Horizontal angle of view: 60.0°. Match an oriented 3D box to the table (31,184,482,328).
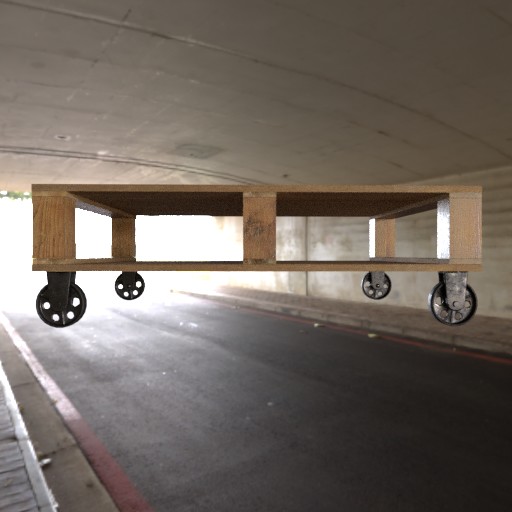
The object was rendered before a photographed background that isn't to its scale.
[{"bbox_3d":[0.000,0.000,1.691,1.299,0.413,0.827,0,0,-1],"label":"table"}]
